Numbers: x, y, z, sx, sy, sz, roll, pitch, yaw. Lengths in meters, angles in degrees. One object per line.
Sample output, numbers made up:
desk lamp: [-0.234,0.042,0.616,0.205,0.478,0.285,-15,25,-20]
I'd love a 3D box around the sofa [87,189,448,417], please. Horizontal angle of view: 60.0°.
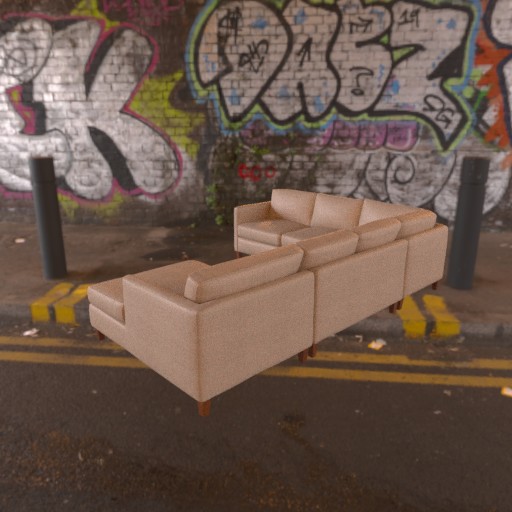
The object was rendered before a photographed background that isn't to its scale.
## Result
sofa: [0.000,0.000,4.669,3.460,0.961,2.594,-15,22,-42]
